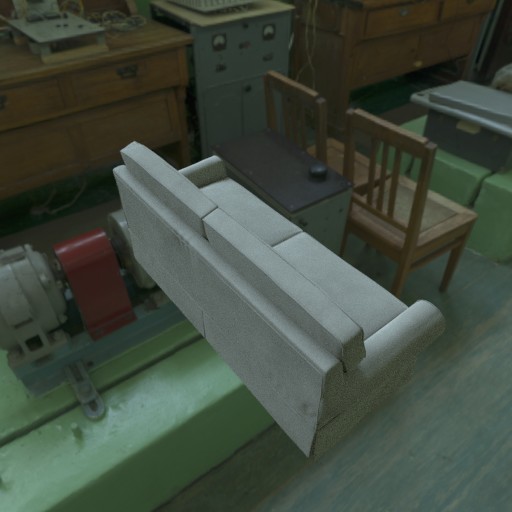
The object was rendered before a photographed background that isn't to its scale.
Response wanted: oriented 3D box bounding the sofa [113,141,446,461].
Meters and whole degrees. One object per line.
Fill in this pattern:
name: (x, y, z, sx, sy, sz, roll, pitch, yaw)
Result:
sofa: (0.000, 0.000, 2.866, 0.900, 1.014, 2.246, -27, 48, -27)
